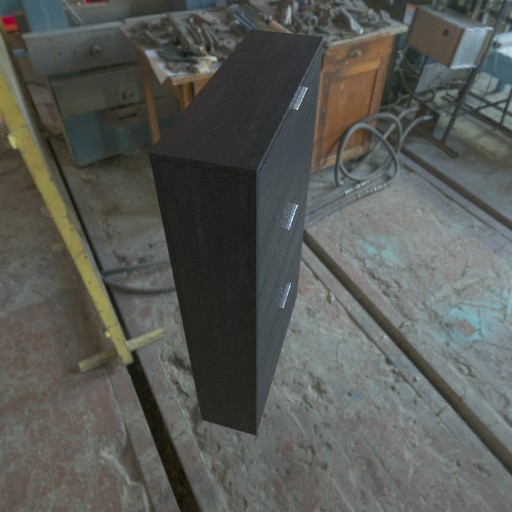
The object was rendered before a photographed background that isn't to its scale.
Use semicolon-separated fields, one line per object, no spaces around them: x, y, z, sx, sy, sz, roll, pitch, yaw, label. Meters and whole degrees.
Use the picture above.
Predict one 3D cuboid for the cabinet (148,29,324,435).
0.000;0.000;1.608;0.250;1.280;0.750;12;47;11;cabinet
